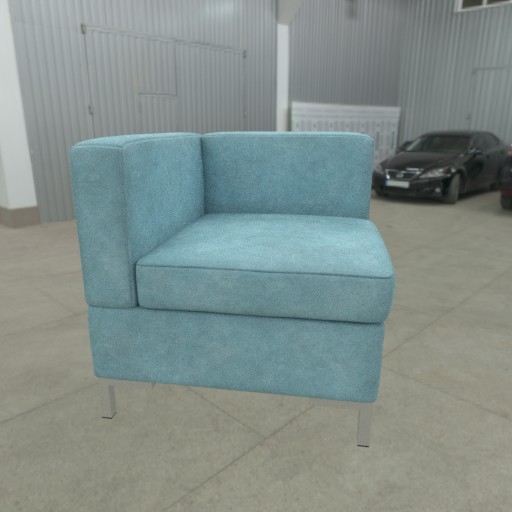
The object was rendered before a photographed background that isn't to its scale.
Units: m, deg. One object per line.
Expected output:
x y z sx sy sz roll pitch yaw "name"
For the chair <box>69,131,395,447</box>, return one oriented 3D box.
0.000 0.000 1.235 0.684 0.660 0.691 3 17 9 "chair"
